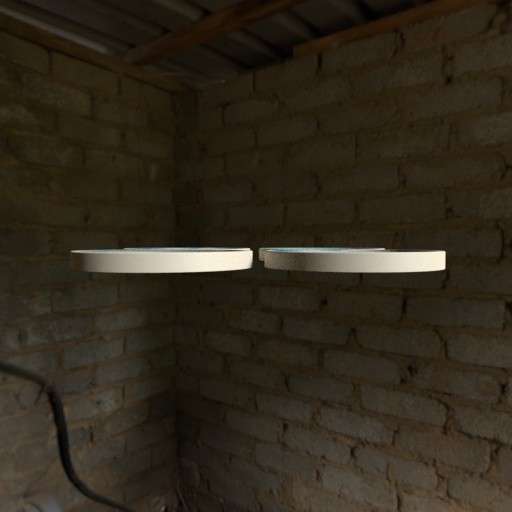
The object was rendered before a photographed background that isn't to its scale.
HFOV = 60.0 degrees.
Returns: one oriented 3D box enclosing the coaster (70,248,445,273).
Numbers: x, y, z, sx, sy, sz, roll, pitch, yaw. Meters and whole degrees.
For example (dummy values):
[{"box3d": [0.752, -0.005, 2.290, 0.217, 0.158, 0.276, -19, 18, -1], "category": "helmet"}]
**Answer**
[{"box3d": [0.000, 0.000, 0.331, 0.224, 0.010, 0.220, 0, 2, -1], "category": "coaster"}]
